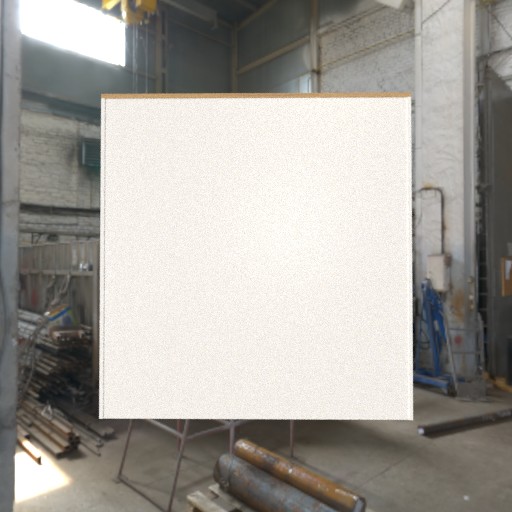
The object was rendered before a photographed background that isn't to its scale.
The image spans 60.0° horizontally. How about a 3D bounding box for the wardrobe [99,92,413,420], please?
[{"bbox_3d":[0.000,0.000,3.364,2.160,2.260,0.590,0,-1,1],"label":"wardrobe"}]
